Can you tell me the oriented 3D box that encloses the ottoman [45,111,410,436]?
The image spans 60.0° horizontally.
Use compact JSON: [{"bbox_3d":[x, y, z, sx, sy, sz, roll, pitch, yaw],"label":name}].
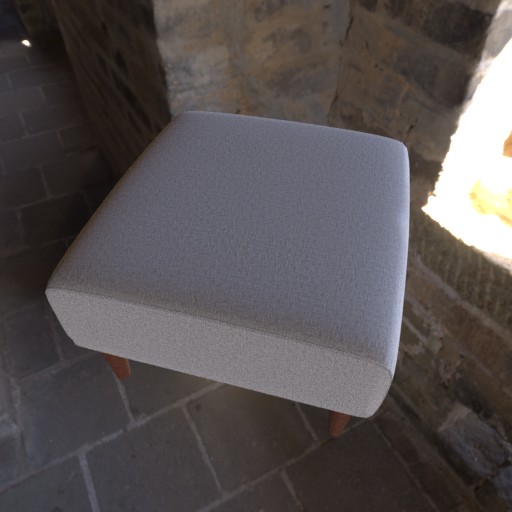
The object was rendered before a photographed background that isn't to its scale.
[{"bbox_3d":[0.000,0.000,1.055,0.648,0.399,0.655,11,47,10],"label":"ottoman"}]
